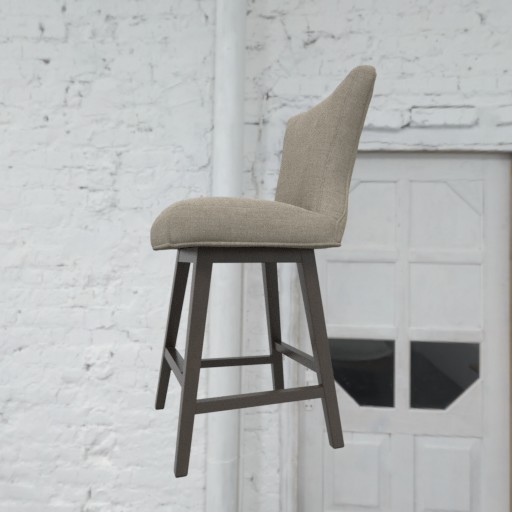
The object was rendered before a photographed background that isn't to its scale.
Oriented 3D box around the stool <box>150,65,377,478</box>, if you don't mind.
[{"bbox_3d":[0.000,0.000,1.311,0.574,1.000,0.514,0,0,-18],"label":"stool"}]
